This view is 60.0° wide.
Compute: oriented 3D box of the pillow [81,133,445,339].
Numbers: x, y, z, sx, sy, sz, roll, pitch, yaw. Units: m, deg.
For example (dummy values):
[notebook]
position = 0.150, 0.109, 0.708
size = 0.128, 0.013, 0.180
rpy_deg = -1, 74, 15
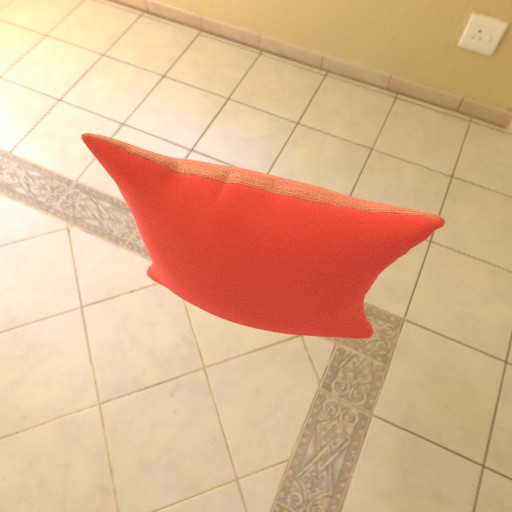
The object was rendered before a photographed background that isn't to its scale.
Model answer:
[pillow]
position = 0.000, 0.000, 0.842
size = 0.559, 0.501, 0.229
rpy_deg = 14, 64, 7
